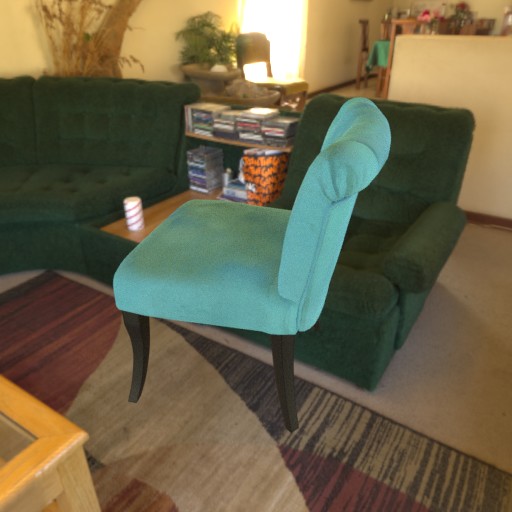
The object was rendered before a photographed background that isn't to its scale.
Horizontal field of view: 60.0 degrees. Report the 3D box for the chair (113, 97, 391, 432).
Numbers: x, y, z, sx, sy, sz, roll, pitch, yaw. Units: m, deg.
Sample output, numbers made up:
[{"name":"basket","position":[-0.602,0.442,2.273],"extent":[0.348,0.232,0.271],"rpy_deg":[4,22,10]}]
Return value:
[{"name":"chair","position":[0.000,0.000,1.188],"extent":[0.605,0.750,0.582],"rpy_deg":[7,30,13]}]
